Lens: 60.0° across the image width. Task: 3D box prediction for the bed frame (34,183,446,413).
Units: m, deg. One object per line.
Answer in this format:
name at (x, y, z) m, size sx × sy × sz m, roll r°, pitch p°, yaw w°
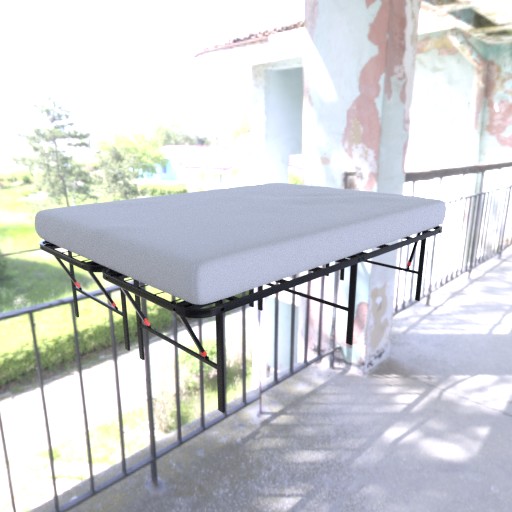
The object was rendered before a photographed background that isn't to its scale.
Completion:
bed frame at (0.000, 0.000, 2.526) m, size 1.372 × 0.637 × 1.905 m, roll 15°, pitch 22°, yaw 43°
